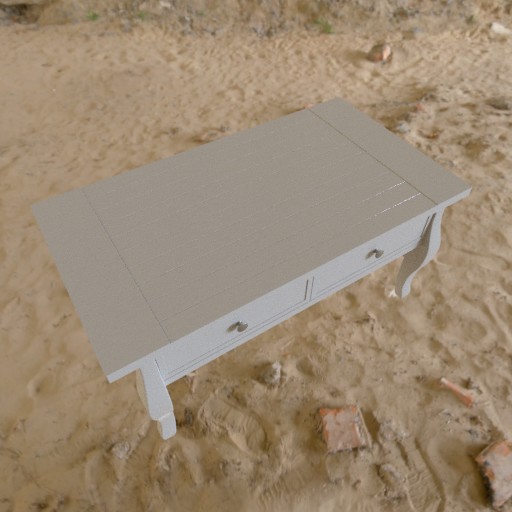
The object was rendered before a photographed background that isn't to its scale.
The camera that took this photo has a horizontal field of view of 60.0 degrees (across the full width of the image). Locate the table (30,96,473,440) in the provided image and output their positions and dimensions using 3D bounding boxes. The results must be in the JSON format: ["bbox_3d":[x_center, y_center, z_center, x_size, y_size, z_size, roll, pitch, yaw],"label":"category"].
[{"bbox_3d":[0.000,0.000,1.395,1.062,0.495,0.600,-25,53,-21],"label":"table"}]
